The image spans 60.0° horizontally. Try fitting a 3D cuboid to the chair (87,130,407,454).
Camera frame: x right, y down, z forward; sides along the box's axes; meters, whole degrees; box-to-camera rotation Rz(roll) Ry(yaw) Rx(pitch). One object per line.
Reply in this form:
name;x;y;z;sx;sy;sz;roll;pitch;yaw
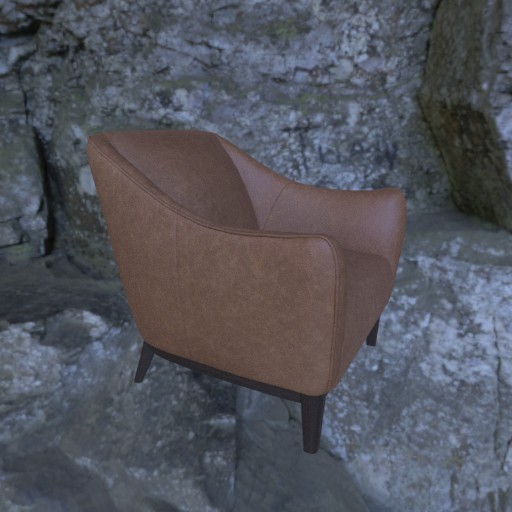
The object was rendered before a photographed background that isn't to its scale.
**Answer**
chair;0.000;0.000;1.524;0.852;0.830;0.871;8;18;26
